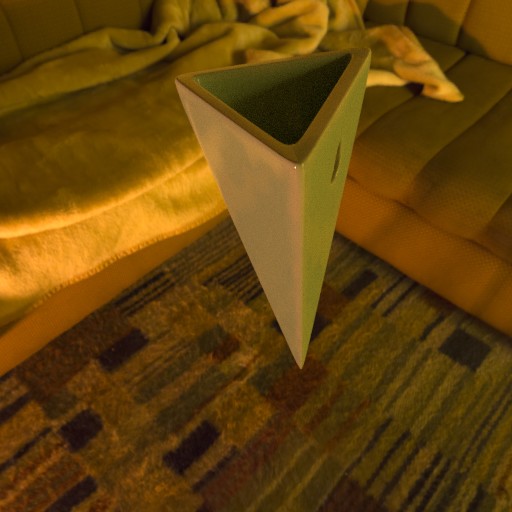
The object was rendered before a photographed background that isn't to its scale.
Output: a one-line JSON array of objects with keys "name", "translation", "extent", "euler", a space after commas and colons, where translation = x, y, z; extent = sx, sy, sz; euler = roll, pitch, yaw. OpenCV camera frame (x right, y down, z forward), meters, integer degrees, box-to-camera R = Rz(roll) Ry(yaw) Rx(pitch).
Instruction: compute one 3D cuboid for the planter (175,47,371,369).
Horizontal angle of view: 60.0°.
[{"name": "planter", "translation": [0.000, 0.000, 0.215], "extent": [0.064, 0.178, 0.080], "euler": [17, 50, 15]}]
